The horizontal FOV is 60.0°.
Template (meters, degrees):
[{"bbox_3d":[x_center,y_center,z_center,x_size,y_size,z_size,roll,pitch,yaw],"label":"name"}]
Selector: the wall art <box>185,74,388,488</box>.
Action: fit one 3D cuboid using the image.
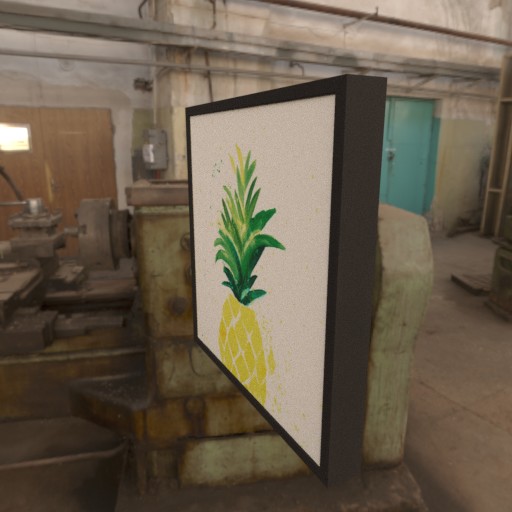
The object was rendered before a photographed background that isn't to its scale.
[{"bbox_3d":[0.000,0.000,0.449,0.033,0.304,0.305,-7,16,-27],"label":"wall art"}]
